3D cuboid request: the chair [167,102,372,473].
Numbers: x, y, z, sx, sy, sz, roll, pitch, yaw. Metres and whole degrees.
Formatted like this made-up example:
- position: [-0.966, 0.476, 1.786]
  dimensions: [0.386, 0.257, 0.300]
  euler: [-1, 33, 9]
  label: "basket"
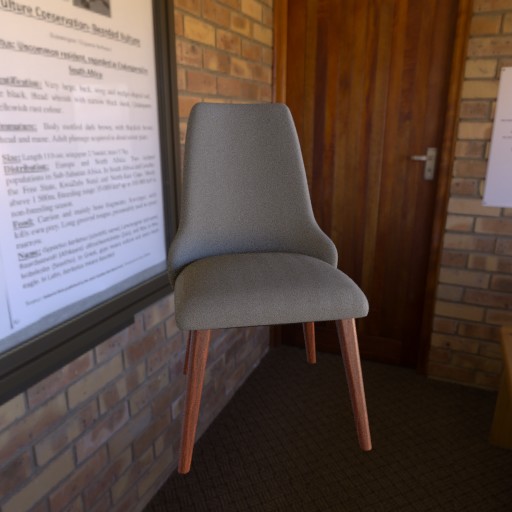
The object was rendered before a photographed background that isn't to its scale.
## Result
- position: [0.000, 0.000, 1.360]
  dimensions: [0.535, 0.918, 0.707]
  euler: [-3, 17, -8]
  label: "chair"
